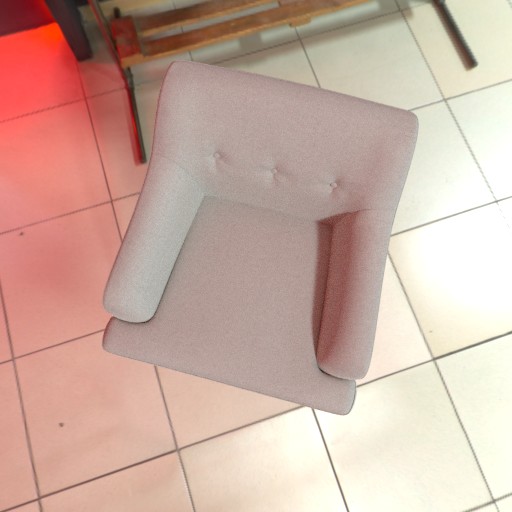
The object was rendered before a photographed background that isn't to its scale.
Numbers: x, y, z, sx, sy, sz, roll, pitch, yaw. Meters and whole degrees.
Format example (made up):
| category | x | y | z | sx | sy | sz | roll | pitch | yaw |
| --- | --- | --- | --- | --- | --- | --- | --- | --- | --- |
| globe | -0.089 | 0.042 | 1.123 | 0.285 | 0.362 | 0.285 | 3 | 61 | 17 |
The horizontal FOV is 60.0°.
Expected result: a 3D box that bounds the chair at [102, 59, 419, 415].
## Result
| category | x | y | z | sx | sy | sz | roll | pitch | yaw |
| --- | --- | --- | --- | --- | --- | --- | --- | --- | --- |
| chair | 0.000 | 0.000 | 1.646 | 0.946 | 0.818 | 0.951 | 14 | 76 | 4 |
